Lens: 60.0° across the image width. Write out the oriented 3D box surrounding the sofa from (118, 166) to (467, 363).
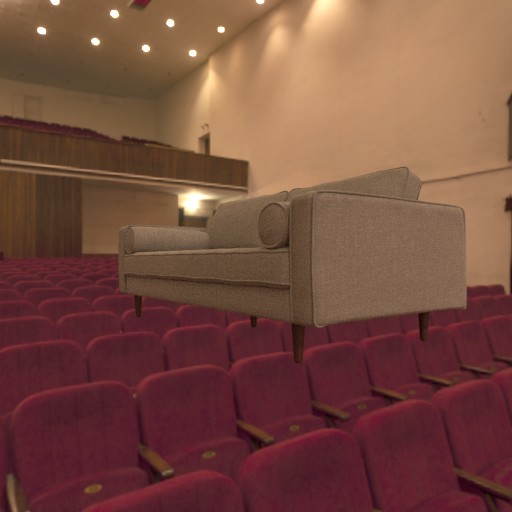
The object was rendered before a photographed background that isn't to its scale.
[{"bbox_3d":[0.000,0.000,2.380,0.914,0.762,1.879,0,-1,-35],"label":"sofa"}]
